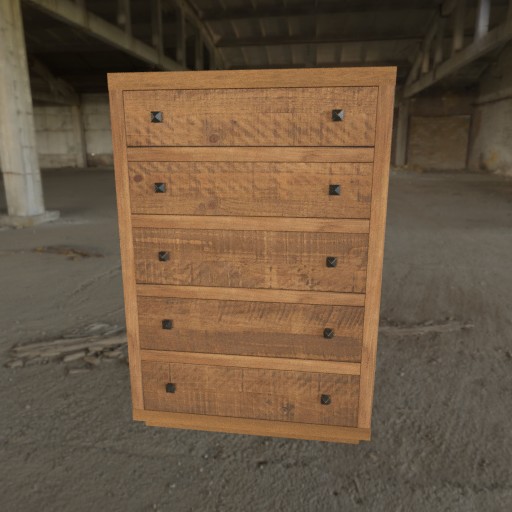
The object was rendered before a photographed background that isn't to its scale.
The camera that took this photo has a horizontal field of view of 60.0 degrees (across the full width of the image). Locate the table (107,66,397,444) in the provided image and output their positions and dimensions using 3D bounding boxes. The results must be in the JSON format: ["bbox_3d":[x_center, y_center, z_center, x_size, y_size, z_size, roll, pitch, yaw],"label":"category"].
[{"bbox_3d":[0.000,0.000,1.744,0.901,1.294,0.524,2,14,8],"label":"table"}]
